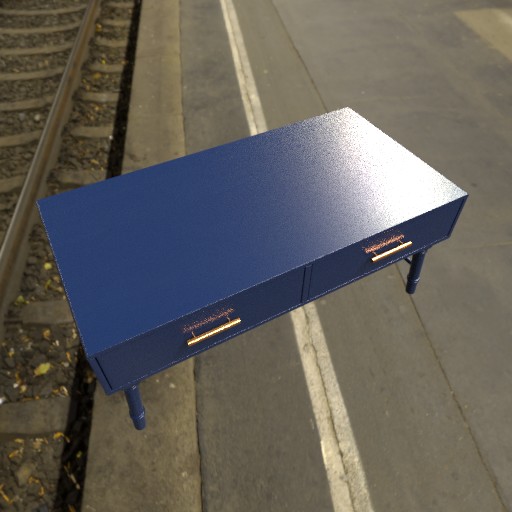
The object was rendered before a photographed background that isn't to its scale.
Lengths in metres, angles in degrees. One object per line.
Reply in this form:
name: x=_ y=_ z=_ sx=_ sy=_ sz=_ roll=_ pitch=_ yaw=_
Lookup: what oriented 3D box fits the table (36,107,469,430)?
table: x=0.000 y=0.000 z=1.383 sx=1.067 sy=0.457 sz=0.572 roll=-22 pitch=51 yaw=-19
